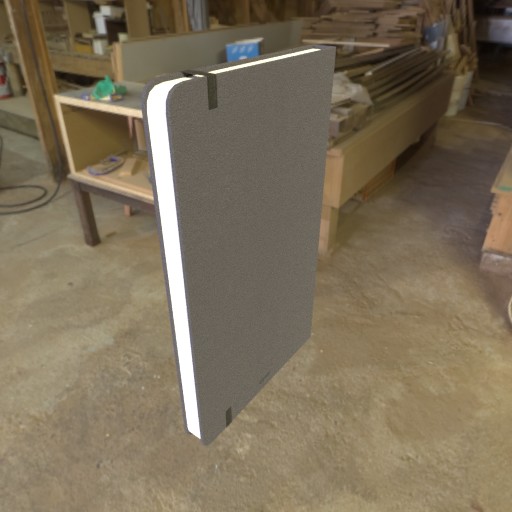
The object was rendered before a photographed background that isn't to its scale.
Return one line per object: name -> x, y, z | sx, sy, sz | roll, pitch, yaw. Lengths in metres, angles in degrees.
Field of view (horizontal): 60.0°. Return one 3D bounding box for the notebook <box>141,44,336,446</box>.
notebook -> 0.000, 0.000, 0.260 | 0.016, 0.213, 0.127 | 22, 38, 30
